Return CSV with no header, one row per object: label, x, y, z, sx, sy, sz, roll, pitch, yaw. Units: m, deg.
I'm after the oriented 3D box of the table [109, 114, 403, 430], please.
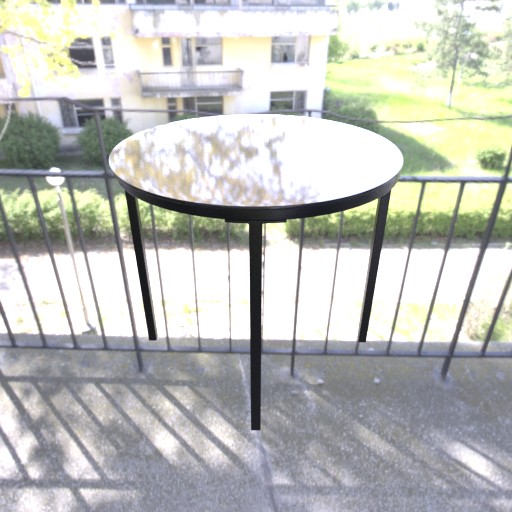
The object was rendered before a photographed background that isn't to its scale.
table,0.000,0.000,0.892,0.499,0.443,0.499,0,31,0
